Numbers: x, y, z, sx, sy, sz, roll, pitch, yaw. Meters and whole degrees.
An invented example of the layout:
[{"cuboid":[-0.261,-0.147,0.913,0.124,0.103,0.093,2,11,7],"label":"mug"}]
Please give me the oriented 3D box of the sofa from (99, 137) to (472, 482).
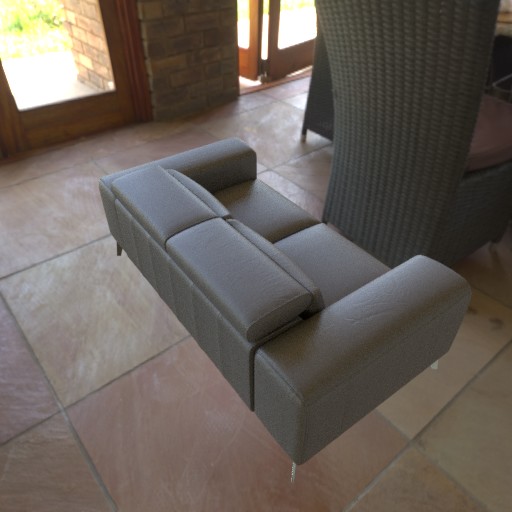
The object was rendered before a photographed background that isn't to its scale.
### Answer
[{"cuboid":[0.000,0.000,2.444,1.024,0.753,1.930,-25,46,-27],"label":"sofa"}]
